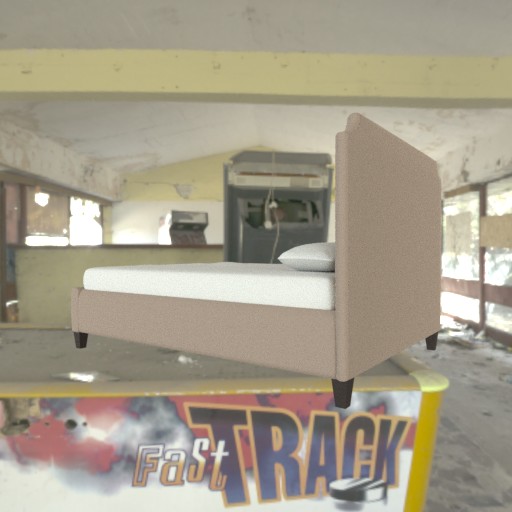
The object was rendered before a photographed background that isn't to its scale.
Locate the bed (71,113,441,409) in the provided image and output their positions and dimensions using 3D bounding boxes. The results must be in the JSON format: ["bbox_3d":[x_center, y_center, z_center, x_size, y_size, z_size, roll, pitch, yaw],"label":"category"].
[{"bbox_3d":[0.000,0.000,3.436,2.372,1.443,1.713,0,1,36],"label":"bed"}]
